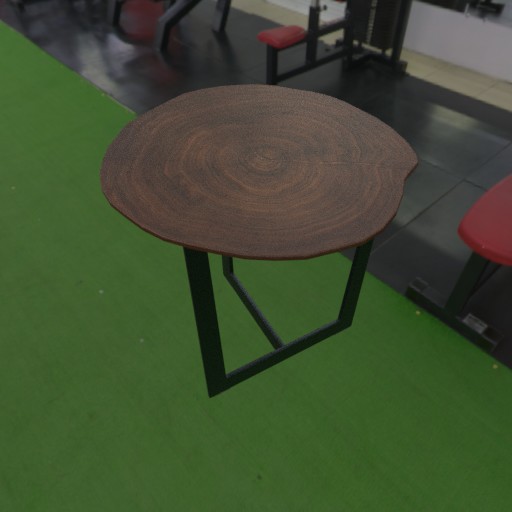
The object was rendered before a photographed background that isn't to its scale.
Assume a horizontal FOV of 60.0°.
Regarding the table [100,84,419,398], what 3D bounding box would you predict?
[{"bbox_3d":[0.000,0.000,0.880,0.477,0.476,0.494,-31,53,-27],"label":"table"}]
